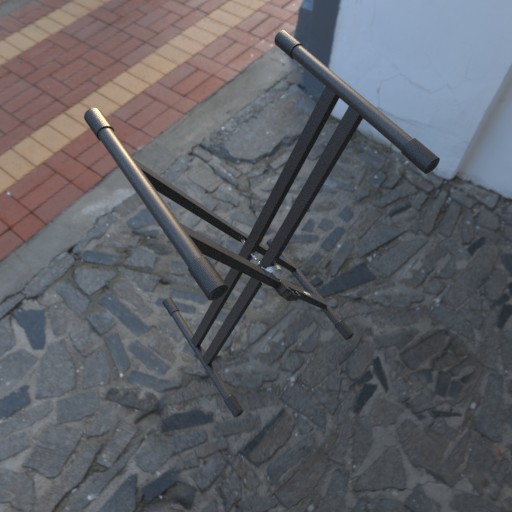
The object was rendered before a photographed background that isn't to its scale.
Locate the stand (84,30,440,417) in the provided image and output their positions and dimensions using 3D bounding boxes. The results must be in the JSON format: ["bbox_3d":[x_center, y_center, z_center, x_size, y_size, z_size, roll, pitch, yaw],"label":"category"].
[{"bbox_3d":[0.000,0.000,1.224,0.503,0.900,0.495,-30,63,-17],"label":"stand"}]
